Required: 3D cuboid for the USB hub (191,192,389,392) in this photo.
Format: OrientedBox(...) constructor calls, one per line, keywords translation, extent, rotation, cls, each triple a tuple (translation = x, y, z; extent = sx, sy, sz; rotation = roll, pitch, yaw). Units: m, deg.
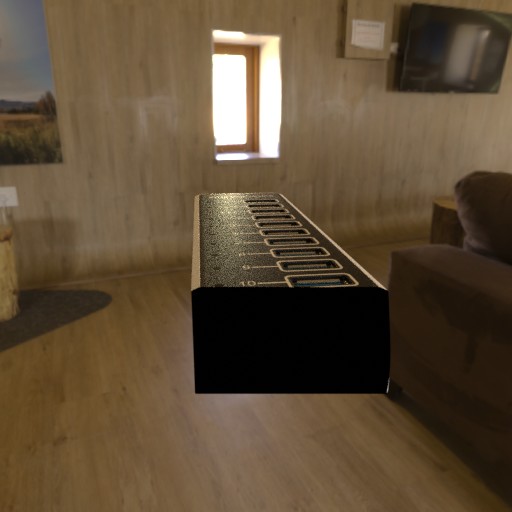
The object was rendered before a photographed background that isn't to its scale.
OrientedBox(translation=(0.000, 0.000, 0.161), extent=(0.044, 0.023, 0.145), rotation=(-2, 17, -7), cls="USB hub")
